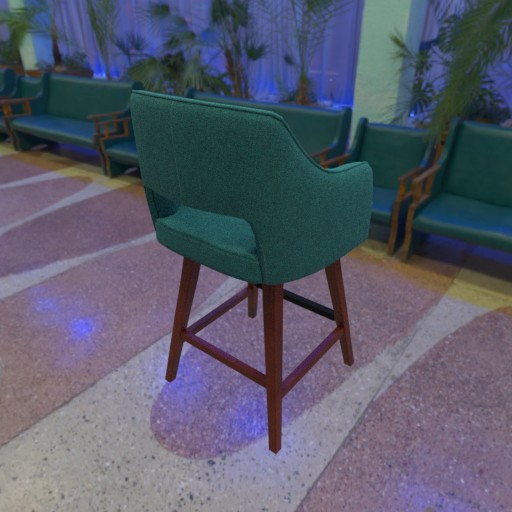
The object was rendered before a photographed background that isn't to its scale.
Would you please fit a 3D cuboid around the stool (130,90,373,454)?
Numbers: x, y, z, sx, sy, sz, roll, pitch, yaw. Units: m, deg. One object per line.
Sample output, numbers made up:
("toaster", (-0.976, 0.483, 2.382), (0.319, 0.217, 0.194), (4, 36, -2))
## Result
("stool", (0.000, 0.000, 1.301), (0.548, 0.961, 0.556), (21, 36, 33))
